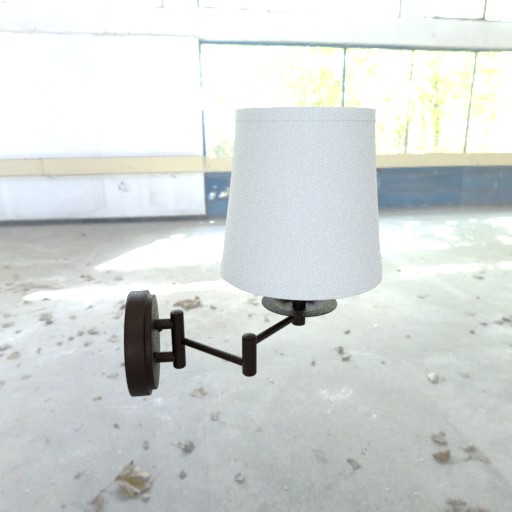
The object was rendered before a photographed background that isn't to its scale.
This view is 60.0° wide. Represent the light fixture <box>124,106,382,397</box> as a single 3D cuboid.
[{"bbox_3d":[0.000,0.000,0.273,0.157,0.172,0.100,-2,16,-8],"label":"light fixture"}]
